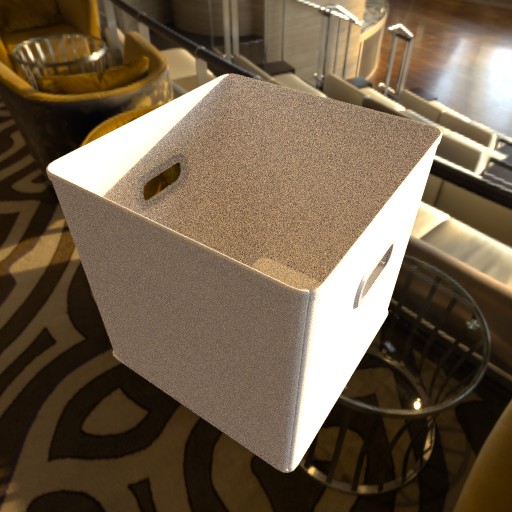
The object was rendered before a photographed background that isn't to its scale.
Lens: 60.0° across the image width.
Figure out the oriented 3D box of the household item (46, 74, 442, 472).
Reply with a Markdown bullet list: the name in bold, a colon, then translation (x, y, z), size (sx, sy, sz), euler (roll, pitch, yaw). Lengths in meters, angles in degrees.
- **household item**: translation (0.000, 0.000, 0.560), size (0.305, 0.305, 0.305), euler (25, 48, 25)
